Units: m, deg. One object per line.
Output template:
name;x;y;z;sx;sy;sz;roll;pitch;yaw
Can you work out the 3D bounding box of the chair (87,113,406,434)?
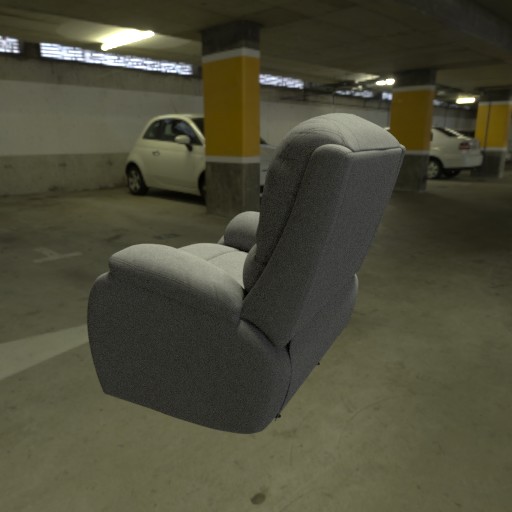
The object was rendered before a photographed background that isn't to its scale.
chair;0.000;0.000;1.673;0.899;1.011;0.930;7;16;26
